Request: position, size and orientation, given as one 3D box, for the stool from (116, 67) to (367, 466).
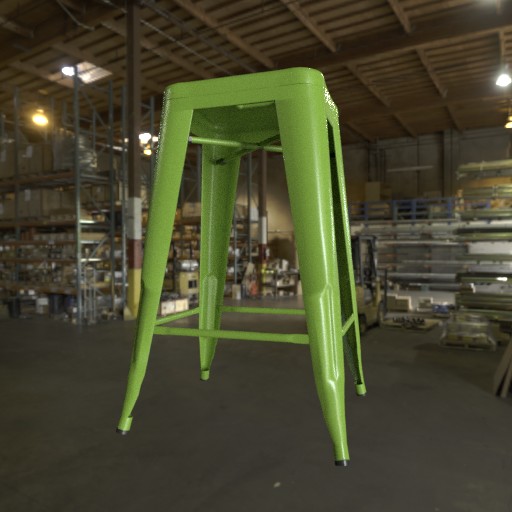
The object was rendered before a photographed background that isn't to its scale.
[{"bbox_3d":[0.000,0.000,0.863,0.398,0.609,0.358,0,0,18],"label":"stool"}]
